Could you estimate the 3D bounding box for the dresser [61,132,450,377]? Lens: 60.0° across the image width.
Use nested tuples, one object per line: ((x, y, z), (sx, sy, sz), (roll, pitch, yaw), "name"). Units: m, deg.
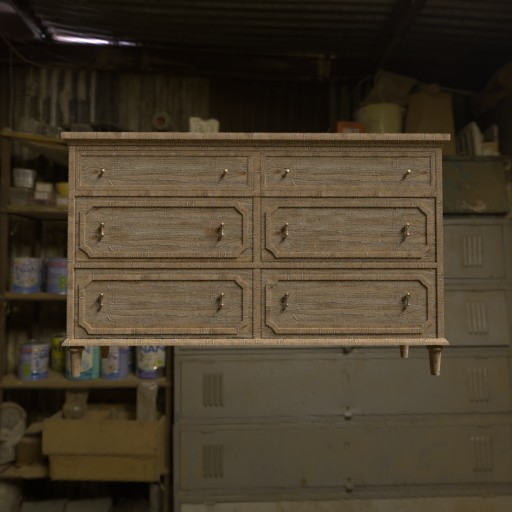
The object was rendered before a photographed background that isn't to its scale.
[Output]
((0.000, 0.000, 2.066), (1.626, 1.016, 0.457), (0, -2, -1), "dresser")
